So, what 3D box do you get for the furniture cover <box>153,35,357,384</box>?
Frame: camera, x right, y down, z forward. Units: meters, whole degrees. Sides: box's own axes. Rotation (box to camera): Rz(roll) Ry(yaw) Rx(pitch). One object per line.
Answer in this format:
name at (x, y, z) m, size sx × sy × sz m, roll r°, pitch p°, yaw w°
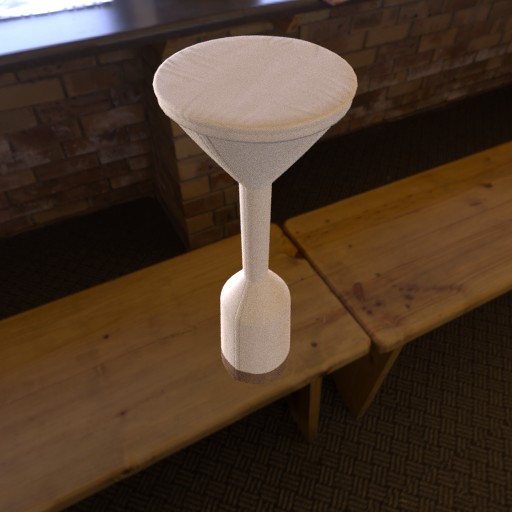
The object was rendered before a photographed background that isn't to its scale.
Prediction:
furniture cover at (0.000, 0.000, 2.882) m, size 0.914 × 2.413 × 0.914 m, roll 24°, pitch 51°, yaw 21°
